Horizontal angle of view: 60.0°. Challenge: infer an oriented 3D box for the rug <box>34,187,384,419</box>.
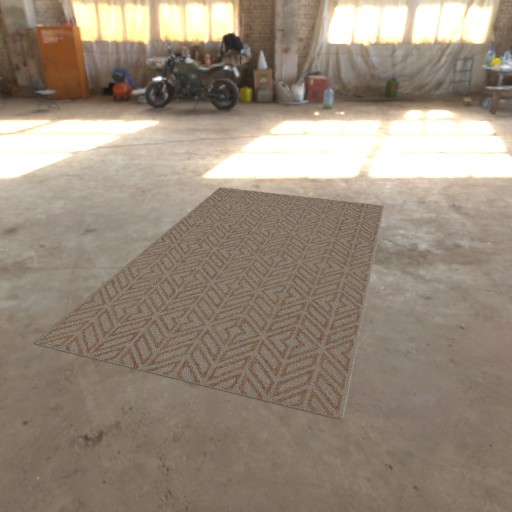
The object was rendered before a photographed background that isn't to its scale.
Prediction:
[{"bbox_3d":[0.000,0.000,2.994,1.523,0.008,2.438,9,29,16],"label":"rug"}]
